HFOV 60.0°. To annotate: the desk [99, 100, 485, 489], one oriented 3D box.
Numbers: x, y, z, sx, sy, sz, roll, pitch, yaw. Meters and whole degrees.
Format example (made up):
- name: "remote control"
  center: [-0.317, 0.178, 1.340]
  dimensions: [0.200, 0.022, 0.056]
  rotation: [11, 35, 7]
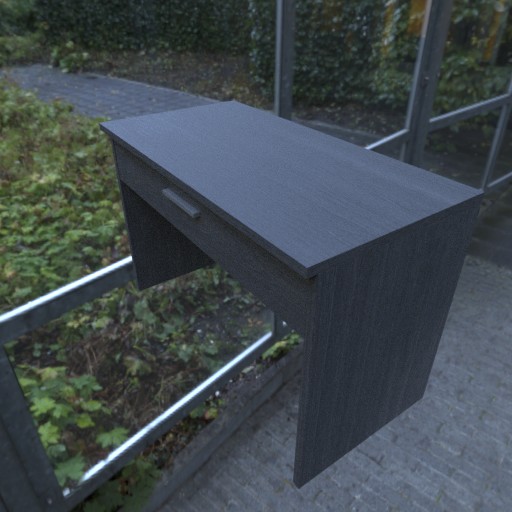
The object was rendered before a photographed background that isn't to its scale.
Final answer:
- name: "desk"
  center: [0.000, 0.000, 1.493]
  dimensions: [0.557, 0.729, 1.099]
  rotation: [-21, 38, -29]
